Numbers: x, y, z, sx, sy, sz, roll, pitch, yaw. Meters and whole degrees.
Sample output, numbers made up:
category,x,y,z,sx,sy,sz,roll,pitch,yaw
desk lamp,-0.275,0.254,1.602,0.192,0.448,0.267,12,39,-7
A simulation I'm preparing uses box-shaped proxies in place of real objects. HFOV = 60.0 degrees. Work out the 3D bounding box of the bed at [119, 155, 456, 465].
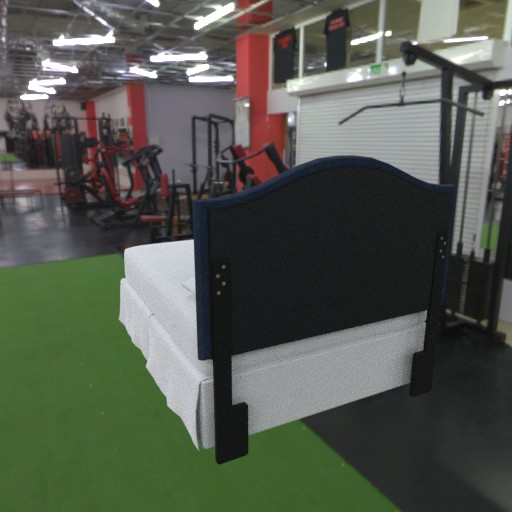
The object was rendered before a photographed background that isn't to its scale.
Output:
category,x,y,z,sx,sy,sz,roll,pitch,yaw
bed,0.000,0.000,3.322,1.725,1.518,2.153,-7,16,-26
